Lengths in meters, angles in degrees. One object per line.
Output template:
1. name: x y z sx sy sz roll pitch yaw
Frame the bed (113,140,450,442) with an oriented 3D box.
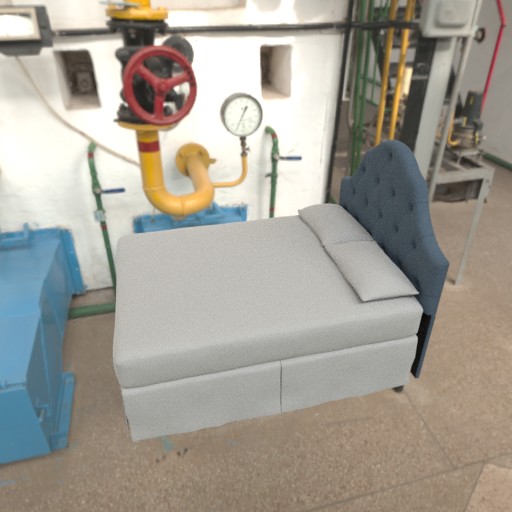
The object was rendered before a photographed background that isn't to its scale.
1. bed: 0.000 0.000 3.334 2.155 1.575 1.636 -8 32 -12
